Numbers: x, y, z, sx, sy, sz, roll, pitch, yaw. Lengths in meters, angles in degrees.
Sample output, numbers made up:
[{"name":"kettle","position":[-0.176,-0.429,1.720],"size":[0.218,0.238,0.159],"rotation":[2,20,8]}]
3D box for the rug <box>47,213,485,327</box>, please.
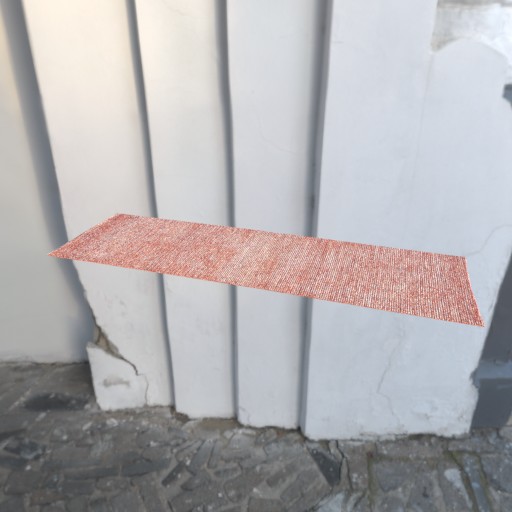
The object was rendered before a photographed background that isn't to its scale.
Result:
[{"name":"rug","position":[0.000,0.000,2.582],"size":[2.353,0.013,0.718],"rotation":[8,28,16]}]
